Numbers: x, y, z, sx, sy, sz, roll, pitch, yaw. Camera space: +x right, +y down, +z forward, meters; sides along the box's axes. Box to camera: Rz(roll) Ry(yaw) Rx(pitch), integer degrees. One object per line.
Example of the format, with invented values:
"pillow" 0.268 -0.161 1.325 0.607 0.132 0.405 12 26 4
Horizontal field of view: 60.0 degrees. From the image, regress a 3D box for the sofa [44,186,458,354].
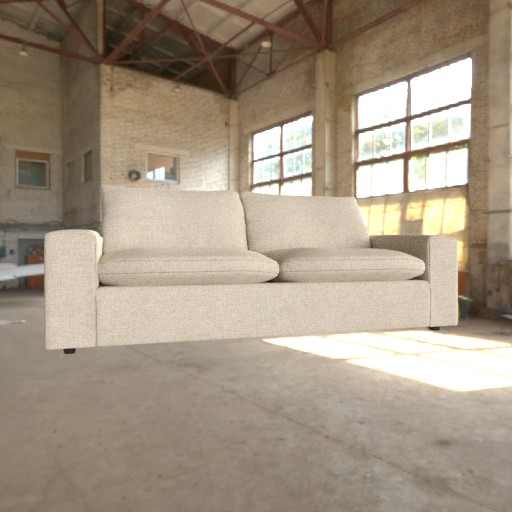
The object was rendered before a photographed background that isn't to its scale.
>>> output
"sofa" 0.000 0.000 2.777 2.299 0.922 1.040 0 0 -18
